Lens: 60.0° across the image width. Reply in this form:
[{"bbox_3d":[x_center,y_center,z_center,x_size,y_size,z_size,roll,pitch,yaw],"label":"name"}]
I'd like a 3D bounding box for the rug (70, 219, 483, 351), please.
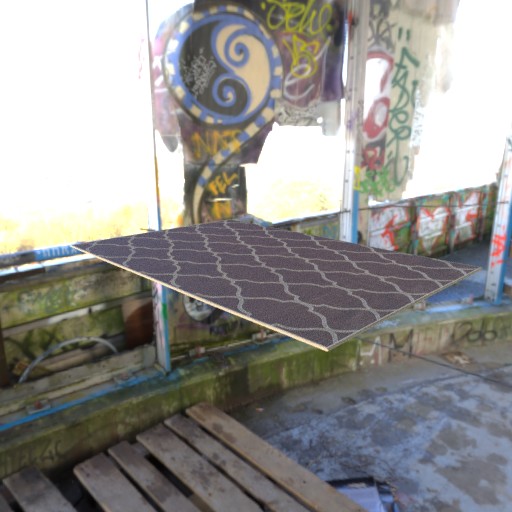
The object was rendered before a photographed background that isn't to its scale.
[{"bbox_3d":[0.000,0.000,2.905,1.528,0.014,2.294,-14,20,-42],"label":"rug"}]
